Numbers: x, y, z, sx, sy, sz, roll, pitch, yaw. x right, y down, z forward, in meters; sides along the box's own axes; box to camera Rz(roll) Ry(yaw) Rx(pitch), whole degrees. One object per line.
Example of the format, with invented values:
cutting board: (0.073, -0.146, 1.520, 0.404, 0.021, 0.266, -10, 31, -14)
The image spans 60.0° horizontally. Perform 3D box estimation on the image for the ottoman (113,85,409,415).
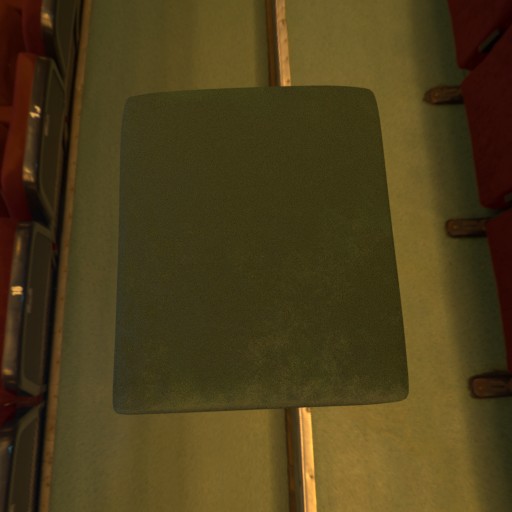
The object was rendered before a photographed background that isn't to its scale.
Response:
ottoman: (0.000, 0.000, 1.311, 0.701, 0.538, 0.839, -2, 76, -1)
